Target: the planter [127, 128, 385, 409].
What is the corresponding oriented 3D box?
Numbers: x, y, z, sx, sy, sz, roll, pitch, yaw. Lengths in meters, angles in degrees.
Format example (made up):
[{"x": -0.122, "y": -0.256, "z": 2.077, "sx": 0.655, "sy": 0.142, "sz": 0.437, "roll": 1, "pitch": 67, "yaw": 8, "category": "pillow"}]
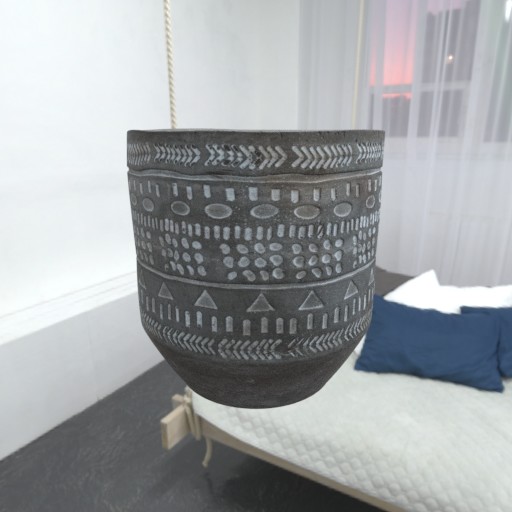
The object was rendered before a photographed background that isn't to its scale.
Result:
[{"x": 0.000, "y": 0.000, "z": 0.271, "sx": 0.142, "sy": 0.149, "sz": 0.142, "roll": 0, "pitch": 16, "yaw": 0, "category": "planter"}]
